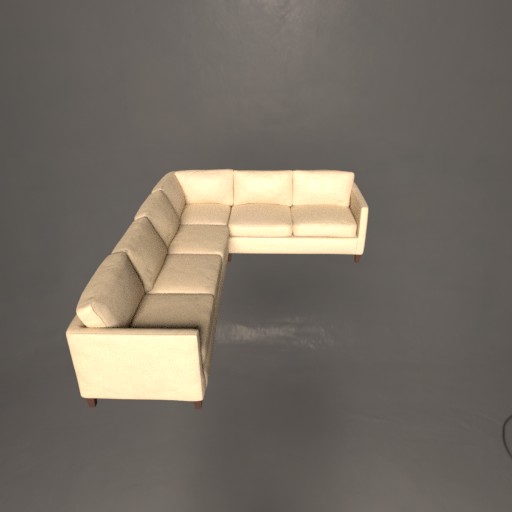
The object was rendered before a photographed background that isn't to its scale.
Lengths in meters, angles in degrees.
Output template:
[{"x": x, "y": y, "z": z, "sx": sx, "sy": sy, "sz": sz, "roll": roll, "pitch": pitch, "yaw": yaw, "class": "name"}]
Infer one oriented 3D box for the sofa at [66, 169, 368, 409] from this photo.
[{"x": 0.000, "y": 0.000, "z": 4.516, "sx": 2.593, "sy": 0.947, "sz": 3.302, "roll": 1, "pitch": 28, "yaw": 1, "class": "sofa"}]
